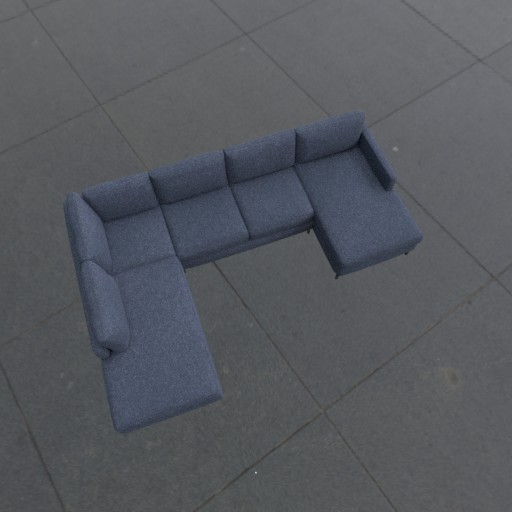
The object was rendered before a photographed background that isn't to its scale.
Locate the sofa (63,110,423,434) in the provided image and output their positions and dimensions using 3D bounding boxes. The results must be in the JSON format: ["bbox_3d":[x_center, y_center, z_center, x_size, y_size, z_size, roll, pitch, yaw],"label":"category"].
[{"bbox_3d":[0.000,0.000,3.868,2.956,0.813,2.007,-18,65,-9],"label":"sofa"}]
